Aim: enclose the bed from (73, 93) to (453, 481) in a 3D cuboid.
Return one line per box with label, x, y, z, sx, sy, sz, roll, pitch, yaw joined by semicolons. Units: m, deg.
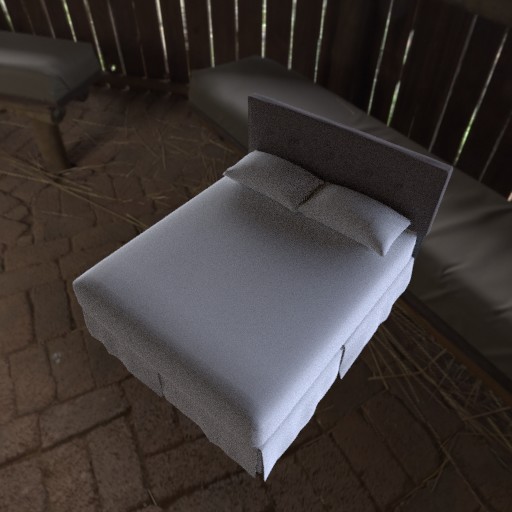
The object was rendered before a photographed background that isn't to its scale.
bed;0.000;0.000;2.906;1.610;1.089;1.894;30;53;26
